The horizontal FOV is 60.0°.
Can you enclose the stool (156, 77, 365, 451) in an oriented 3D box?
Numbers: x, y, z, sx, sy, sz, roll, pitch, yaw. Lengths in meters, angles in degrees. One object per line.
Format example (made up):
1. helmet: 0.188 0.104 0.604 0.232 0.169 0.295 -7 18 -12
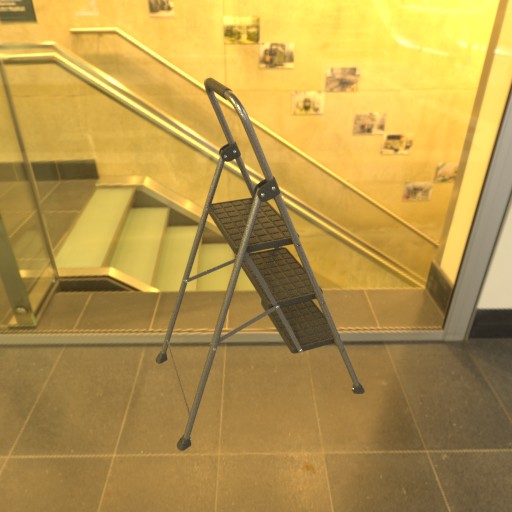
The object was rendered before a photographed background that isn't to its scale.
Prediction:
1. stool: 0.000 0.000 1.497 0.733 1.121 0.473 -11 33 -17
